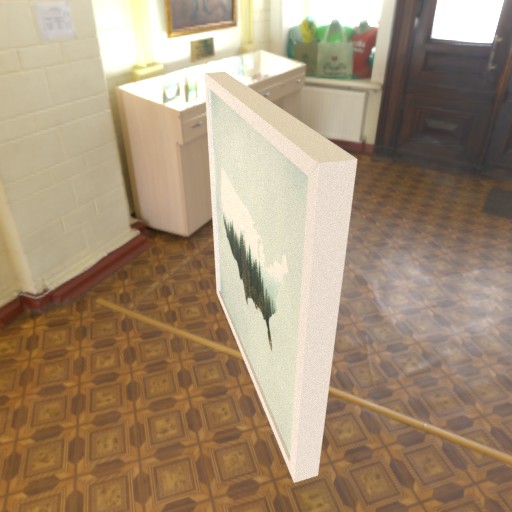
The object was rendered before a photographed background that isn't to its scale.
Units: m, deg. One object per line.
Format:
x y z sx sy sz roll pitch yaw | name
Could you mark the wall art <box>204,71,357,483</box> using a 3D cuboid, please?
0.000 0.000 0.755 0.040 0.509 0.509 -10 33 -15 | wall art
